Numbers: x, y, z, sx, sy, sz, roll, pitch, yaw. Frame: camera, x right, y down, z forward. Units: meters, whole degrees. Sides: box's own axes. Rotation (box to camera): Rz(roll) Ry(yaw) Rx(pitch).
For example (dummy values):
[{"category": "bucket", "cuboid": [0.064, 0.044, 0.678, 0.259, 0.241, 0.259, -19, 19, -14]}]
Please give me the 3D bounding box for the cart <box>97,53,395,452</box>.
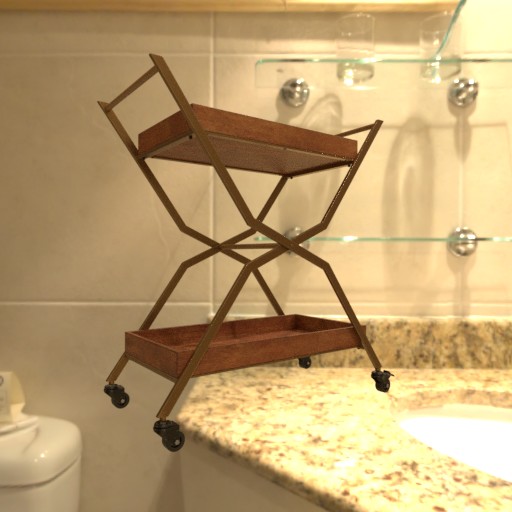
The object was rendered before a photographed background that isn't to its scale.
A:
[{"category": "cart", "cuboid": [0.000, 0.000, 1.345, 0.836, 0.869, 0.405, 0, 0, -36]}]
